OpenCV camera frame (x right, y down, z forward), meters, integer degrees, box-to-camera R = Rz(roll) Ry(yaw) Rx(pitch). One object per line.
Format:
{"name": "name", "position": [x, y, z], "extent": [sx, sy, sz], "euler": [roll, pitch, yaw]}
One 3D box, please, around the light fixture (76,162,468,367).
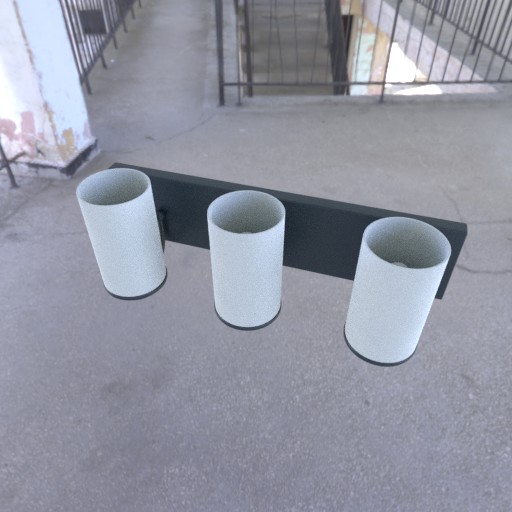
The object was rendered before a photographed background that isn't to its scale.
{"name": "light fixture", "position": [0.000, 0.000, 0.530], "extent": [0.451, 0.172, 0.145], "euler": [12, 42, 14]}
